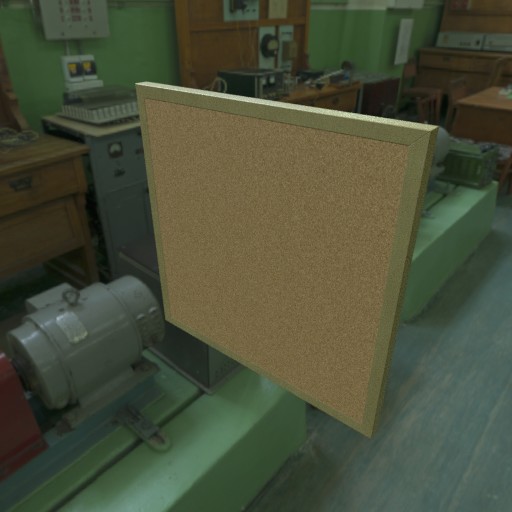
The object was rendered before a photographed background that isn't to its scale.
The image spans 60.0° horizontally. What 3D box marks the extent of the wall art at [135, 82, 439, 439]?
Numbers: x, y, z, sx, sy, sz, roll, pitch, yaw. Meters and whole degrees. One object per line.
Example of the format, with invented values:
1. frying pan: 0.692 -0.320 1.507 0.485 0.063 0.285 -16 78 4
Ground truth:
1. wall art: 0.000 0.000 1.132 0.763 0.763 0.037 22 36 33
